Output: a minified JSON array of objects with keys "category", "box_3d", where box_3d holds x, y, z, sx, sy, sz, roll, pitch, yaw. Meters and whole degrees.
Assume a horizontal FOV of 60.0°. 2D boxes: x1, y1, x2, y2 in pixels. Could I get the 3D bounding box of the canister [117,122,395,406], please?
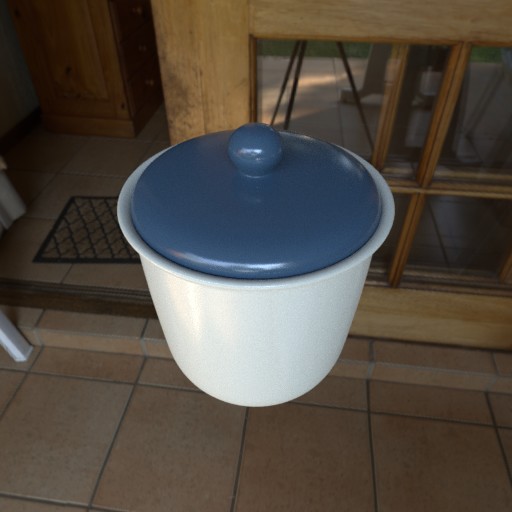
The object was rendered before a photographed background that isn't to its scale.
[{"category":"canister","box_3d":[0.000,0.000,0.336,0.182,0.208,0.182,0,41,0]}]
